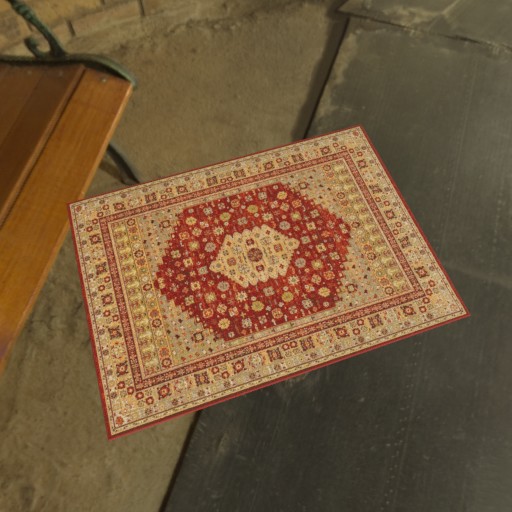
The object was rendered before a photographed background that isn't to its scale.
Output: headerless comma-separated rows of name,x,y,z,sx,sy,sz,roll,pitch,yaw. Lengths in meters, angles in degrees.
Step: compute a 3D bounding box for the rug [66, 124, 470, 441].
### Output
rug,0.000,0.000,2.869,2.211,0.013,1.593,-17,65,-8
